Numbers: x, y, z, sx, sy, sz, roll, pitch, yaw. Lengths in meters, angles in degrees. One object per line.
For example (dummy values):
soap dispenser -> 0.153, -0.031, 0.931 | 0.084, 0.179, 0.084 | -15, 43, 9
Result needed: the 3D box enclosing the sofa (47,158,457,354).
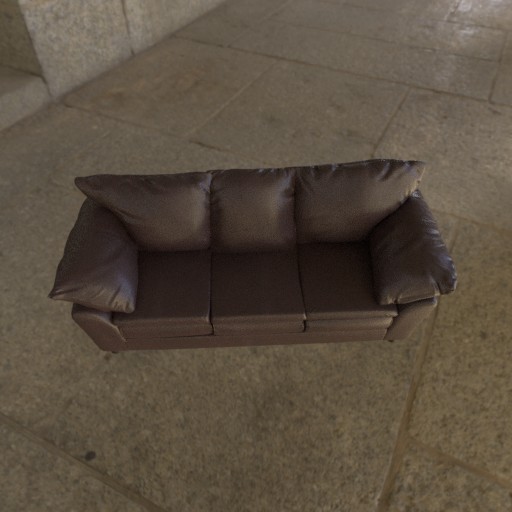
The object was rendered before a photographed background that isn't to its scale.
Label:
sofa -> 0.000, 0.000, 2.943 | 2.390, 1.091, 0.907 | -2, 46, -2
